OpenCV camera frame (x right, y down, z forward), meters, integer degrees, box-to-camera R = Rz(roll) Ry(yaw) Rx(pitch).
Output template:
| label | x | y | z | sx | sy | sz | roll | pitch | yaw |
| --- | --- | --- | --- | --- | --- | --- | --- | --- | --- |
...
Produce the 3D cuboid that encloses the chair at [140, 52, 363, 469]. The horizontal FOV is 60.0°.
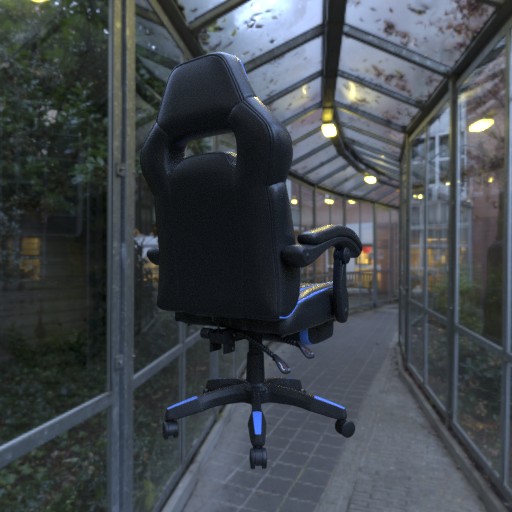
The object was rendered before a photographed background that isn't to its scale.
| label | x | y | z | sx | sy | sz | roll | pitch | yaw |
| --- | --- | --- | --- | --- | --- | --- | --- | --- | --- |
| chair | 0.000 | 0.000 | 1.679 | 0.700 | 1.280 | 0.700 | 0 | 0 | 35 |
